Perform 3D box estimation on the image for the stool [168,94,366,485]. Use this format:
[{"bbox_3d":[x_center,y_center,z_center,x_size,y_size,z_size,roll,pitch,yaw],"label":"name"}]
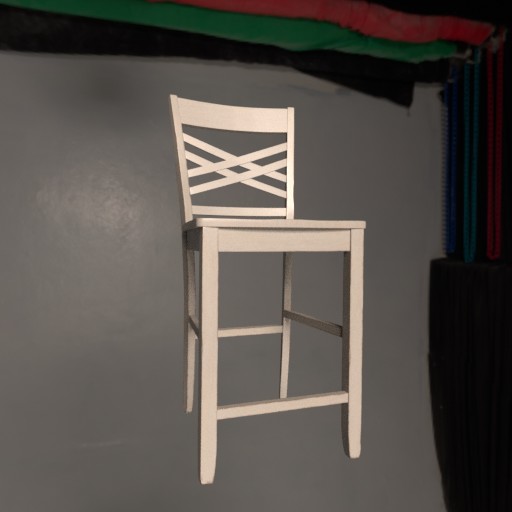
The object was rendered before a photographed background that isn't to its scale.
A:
[{"bbox_3d":[0.000,0.000,1.357,0.462,1.079,0.539,-1,2,-18],"label":"stool"}]
